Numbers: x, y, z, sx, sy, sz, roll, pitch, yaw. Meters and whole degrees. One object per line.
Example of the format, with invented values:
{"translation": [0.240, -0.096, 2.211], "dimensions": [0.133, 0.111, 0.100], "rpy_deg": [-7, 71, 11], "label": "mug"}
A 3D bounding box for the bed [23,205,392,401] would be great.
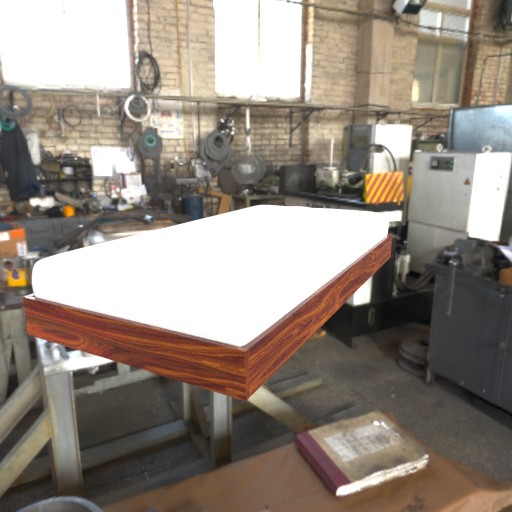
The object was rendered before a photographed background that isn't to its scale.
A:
{"translation": [0.000, 0.000, 2.201], "dimensions": [0.940, 0.312, 1.860], "rpy_deg": [7, 16, 27], "label": "bed"}
